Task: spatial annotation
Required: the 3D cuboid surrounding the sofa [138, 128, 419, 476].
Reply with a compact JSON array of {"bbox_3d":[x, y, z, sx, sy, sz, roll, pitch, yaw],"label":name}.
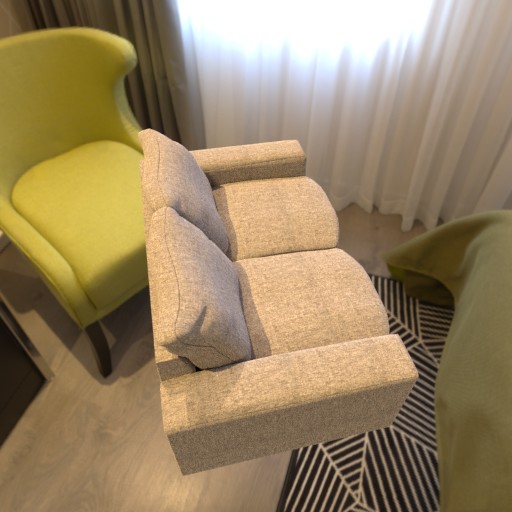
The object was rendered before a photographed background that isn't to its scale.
[{"bbox_3d":[0.000,0.000,2.363,1.094,0.877,1.758,-10,48,-9],"label":"sofa"}]
